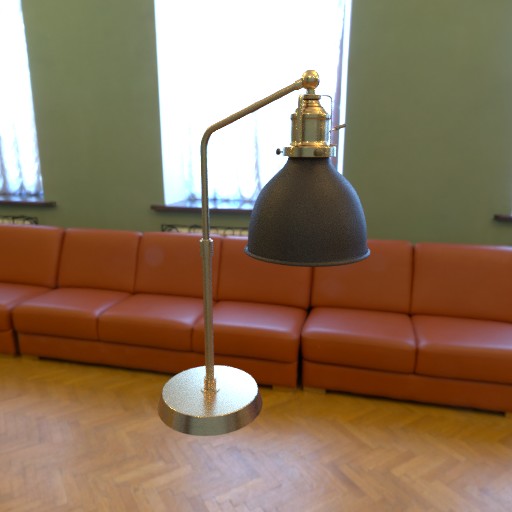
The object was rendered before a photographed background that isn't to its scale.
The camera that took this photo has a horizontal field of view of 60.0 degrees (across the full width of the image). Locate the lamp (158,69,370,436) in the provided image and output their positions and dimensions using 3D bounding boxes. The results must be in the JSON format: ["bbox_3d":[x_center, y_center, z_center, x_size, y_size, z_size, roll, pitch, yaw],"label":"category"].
[{"bbox_3d":[0.000,0.000,0.585,0.291,0.456,0.160,3,15,12],"label":"lamp"}]
